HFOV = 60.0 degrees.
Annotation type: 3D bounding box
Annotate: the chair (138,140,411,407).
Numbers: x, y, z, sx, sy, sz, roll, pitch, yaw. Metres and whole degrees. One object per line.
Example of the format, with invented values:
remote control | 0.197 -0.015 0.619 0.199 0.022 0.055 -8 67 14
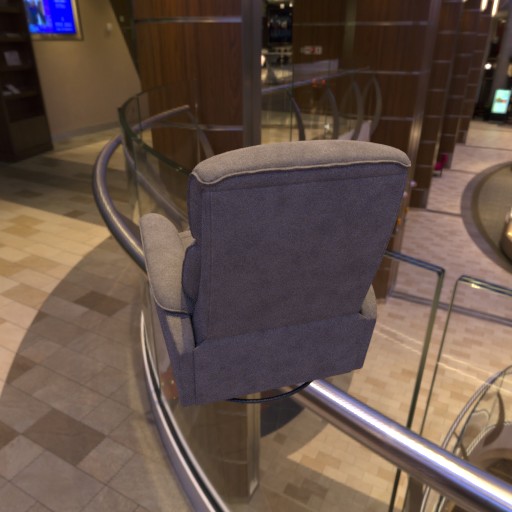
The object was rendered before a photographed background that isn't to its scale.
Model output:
chair | 0.000 0.000 1.709 0.830 1.036 1.009 -8 27 -15
